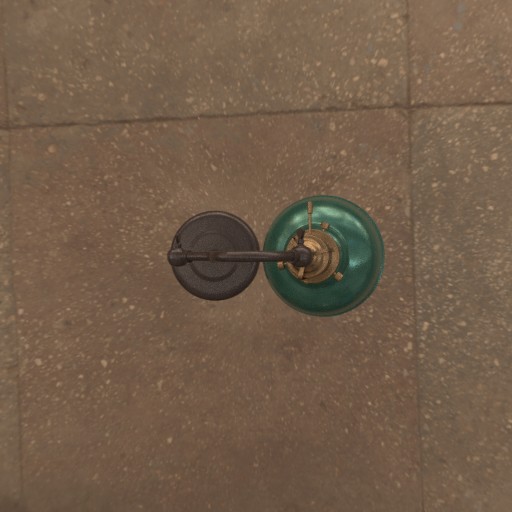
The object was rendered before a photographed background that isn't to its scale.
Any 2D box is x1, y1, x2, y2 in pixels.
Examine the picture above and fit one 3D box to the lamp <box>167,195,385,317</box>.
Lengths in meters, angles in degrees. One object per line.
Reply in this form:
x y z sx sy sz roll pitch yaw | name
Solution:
0.000 0.000 0.688 0.374 0.508 0.192 0 90 1 | lamp
